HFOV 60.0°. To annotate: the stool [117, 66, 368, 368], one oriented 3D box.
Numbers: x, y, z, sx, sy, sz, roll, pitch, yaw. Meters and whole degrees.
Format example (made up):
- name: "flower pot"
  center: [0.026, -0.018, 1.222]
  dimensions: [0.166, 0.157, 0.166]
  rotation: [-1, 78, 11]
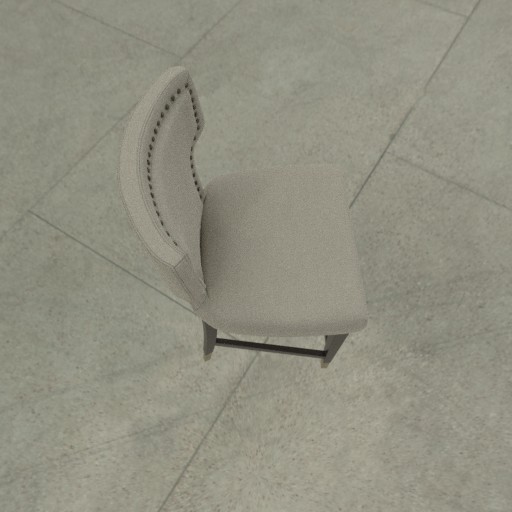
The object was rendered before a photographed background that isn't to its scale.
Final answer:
- name: "stool"
  center: [0.000, 0.000, 1.329]
  dimensions: [0.563, 0.982, 0.527]
  rotation: [-3, 64, -1]
